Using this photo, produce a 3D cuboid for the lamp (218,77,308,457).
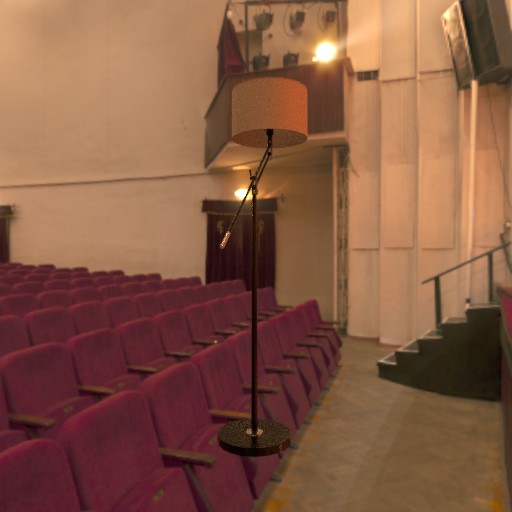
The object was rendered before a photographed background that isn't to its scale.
[{"bbox_3d":[0.000,0.000,1.991,0.373,1.635,0.809,0,0,18],"label":"lamp"}]
